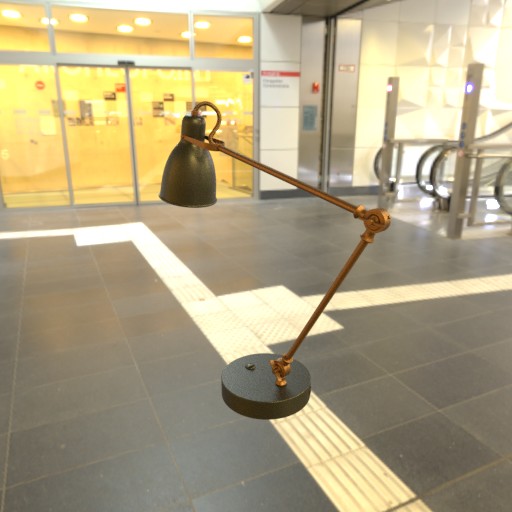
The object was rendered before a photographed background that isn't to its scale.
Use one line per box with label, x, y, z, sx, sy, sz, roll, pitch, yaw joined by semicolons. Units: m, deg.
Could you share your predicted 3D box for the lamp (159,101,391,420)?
lamp;0.000;0.000;0.873;0.187;0.587;0.561;-16;23;-42
